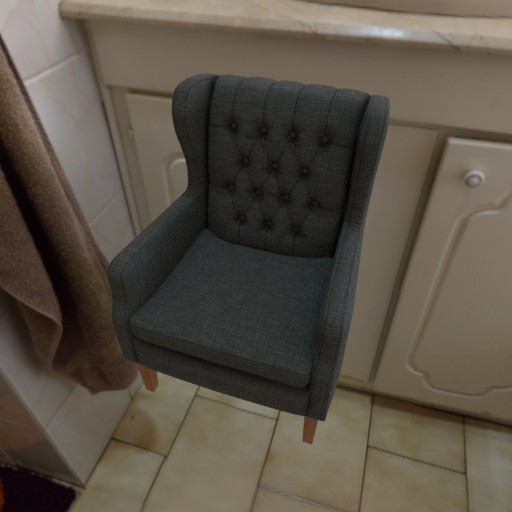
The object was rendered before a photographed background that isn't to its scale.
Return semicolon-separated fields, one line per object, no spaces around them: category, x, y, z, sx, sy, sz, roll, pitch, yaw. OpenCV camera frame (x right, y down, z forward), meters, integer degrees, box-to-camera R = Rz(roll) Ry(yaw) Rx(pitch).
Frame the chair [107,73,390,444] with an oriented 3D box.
chair;0.000;0.000;1.490;0.711;0.953;0.775;13;43;14
